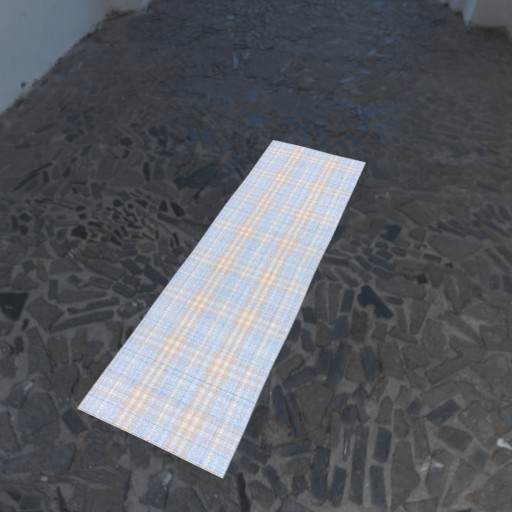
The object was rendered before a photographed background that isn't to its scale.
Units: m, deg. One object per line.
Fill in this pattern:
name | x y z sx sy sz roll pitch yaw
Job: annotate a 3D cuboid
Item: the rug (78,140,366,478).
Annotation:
rug | 0.000 0.000 2.727 0.762 0.013 2.439 18 50 16
